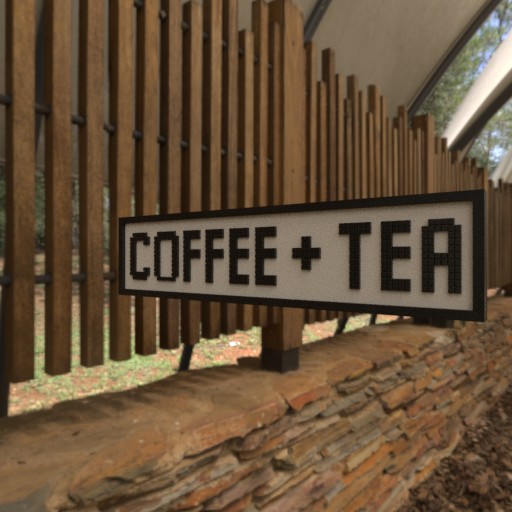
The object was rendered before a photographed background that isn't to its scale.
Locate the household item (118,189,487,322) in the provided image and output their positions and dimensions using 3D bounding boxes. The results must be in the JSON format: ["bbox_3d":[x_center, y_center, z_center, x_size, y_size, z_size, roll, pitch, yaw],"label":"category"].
[{"bbox_3d":[0.000,0.000,1.079,1.001,0.236,0.030,0,0,35],"label":"household item"}]
